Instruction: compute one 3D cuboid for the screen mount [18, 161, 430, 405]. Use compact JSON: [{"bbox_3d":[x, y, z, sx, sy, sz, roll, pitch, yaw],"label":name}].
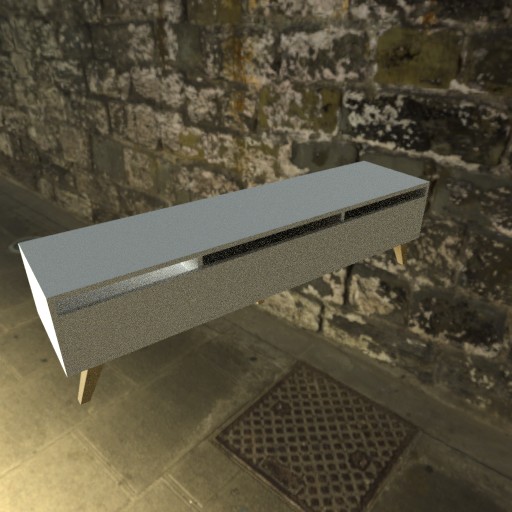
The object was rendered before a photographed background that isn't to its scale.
[{"bbox_3d":[0.000,0.000,1.841,1.644,0.432,0.399,-18,34,-30],"label":"screen mount"}]
